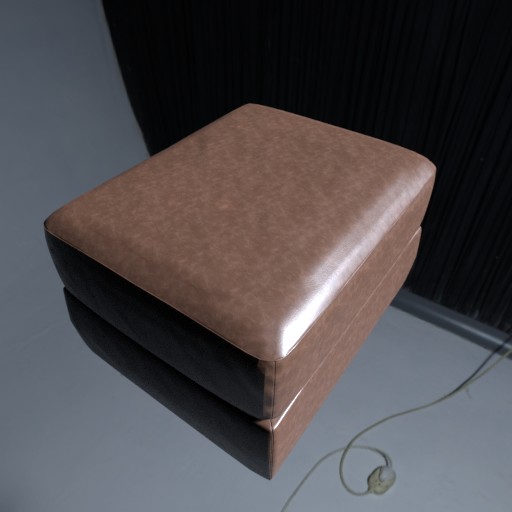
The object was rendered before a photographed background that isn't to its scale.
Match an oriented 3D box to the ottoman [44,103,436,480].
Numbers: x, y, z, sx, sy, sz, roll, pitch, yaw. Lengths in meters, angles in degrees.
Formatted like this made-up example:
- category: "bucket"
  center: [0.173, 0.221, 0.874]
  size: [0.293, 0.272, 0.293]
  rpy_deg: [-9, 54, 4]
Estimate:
- category: "ottoman"
  center: [0.000, 0.000, 1.099]
  size: [0.603, 0.476, 0.751]
  rpy_deg: [26, 48, 26]
